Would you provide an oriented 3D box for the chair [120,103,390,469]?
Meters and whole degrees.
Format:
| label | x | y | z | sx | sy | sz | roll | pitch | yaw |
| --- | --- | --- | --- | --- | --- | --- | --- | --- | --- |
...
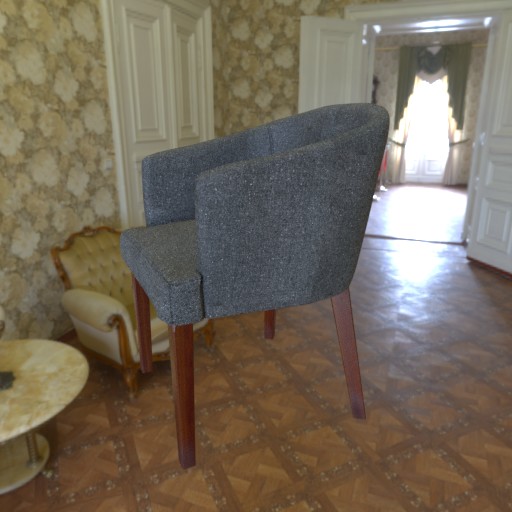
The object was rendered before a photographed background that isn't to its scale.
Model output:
| label | x | y | z | sx | sy | sz | roll | pitch | yaw |
| --- | --- | --- | --- | --- | --- | --- | --- | --- | --- |
| chair | 0.000 | 0.000 | 1.225 | 0.655 | 0.811 | 0.583 | -8 | 18 | -24 |
